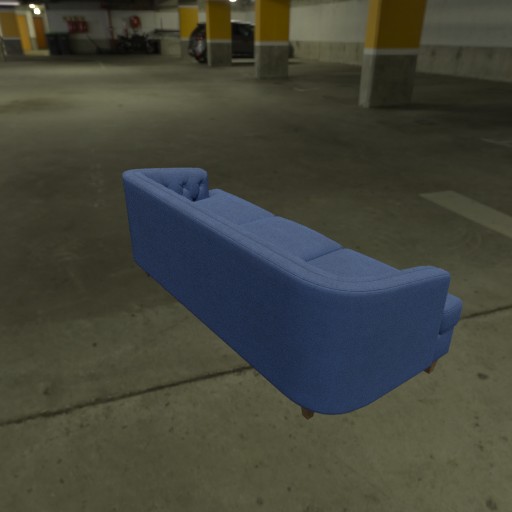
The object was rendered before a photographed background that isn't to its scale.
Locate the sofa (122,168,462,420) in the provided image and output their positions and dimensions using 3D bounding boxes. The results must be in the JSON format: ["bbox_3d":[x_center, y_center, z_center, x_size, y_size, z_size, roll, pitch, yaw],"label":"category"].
[{"bbox_3d":[0.000,0.000,2.761,0.914,0.787,2.235,-19,32,-33],"label":"sofa"}]
